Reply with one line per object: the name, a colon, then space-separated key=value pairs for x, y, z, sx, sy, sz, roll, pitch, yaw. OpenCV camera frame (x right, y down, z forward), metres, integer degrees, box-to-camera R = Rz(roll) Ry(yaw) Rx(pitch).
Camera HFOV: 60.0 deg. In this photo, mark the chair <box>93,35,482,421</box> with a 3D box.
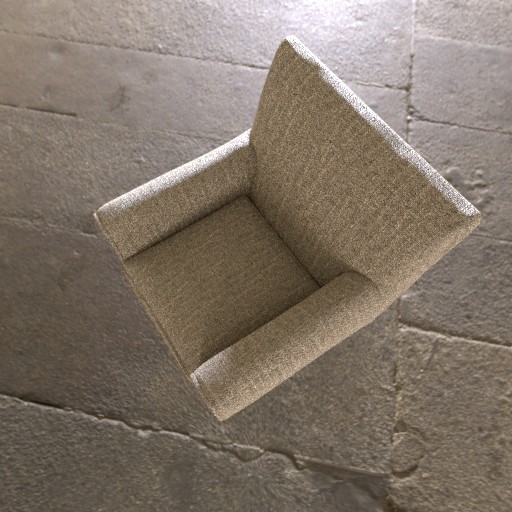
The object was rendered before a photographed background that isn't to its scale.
chair: x=0.000 y=0.000 z=1.617 sx=0.873 sy=0.928 sz=0.864 roll=-31 pitch=68 yaw=-14
